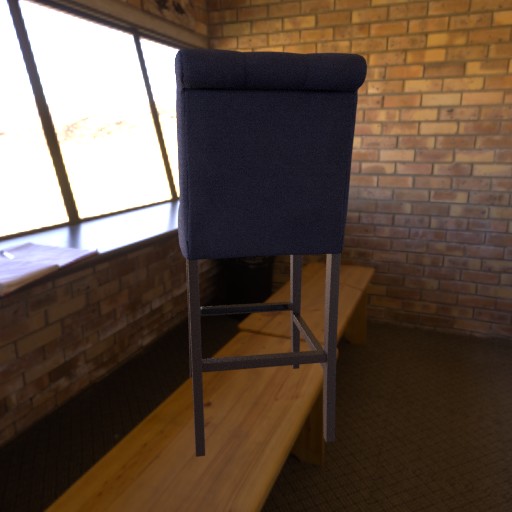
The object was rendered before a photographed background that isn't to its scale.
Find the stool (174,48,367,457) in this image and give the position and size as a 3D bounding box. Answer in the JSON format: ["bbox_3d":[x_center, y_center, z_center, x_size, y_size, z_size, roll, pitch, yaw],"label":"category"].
[{"bbox_3d":[0.000,0.000,1.438,0.493,1.140,0.601,-2,15,-9],"label":"stool"}]
